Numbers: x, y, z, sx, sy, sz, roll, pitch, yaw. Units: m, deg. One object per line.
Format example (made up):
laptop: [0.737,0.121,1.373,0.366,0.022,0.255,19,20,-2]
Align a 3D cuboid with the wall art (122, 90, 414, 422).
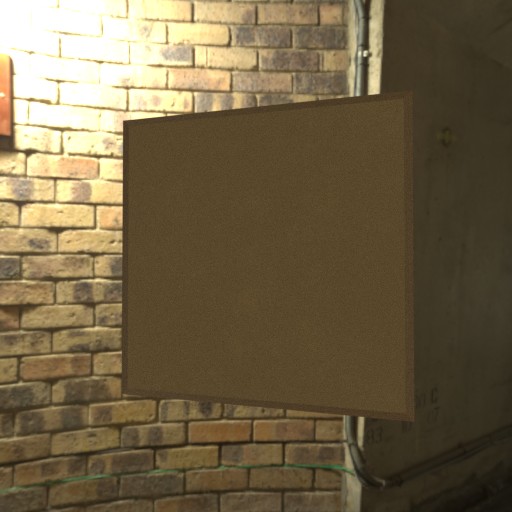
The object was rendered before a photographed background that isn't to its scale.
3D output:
wall art: [0.000,0.000,1.139,0.761,0.758,0.038,0,-1,16]
